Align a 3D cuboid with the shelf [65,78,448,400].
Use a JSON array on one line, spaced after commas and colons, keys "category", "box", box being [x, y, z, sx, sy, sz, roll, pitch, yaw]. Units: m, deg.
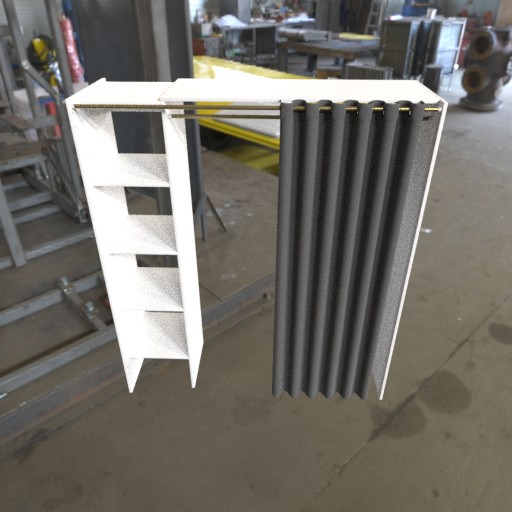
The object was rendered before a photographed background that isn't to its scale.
[{"category": "shelf", "box": [0.000, 0.000, 2.519, 1.600, 1.810, 0.500, 1, 32, 2]}]
